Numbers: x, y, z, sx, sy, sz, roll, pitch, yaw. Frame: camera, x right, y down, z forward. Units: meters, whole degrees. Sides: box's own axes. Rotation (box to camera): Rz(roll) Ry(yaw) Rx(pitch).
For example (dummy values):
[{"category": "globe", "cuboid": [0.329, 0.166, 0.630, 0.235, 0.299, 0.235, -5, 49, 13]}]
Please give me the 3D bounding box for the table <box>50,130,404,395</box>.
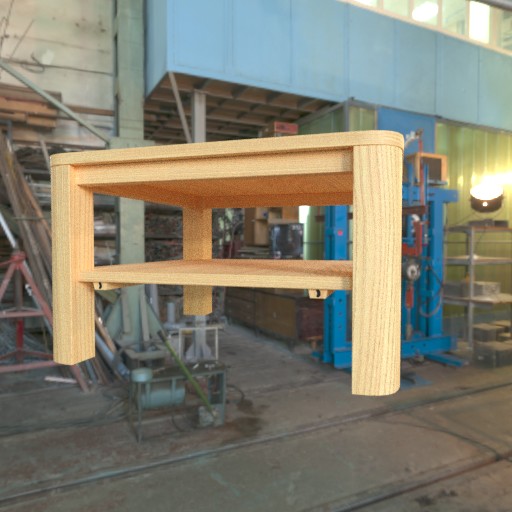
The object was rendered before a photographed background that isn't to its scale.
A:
[{"category": "table", "cuboid": [0.000, 0.000, 1.202, 0.750, 0.450, 0.750, 1, 2, 18]}]
